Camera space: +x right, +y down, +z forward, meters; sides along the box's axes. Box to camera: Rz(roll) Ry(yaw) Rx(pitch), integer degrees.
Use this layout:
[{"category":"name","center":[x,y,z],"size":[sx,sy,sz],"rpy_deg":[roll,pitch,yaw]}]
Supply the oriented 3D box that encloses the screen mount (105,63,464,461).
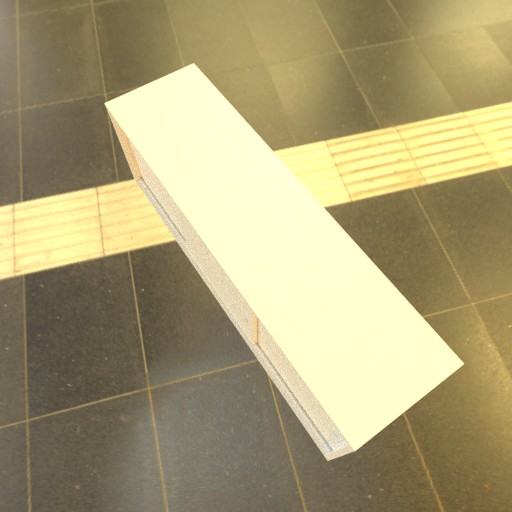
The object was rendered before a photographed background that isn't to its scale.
[{"category":"screen mount","center":[0.000,0.000,1.752],"size":[0.400,0.619,1.490],"rpy_deg":[-31,67,-15]}]
